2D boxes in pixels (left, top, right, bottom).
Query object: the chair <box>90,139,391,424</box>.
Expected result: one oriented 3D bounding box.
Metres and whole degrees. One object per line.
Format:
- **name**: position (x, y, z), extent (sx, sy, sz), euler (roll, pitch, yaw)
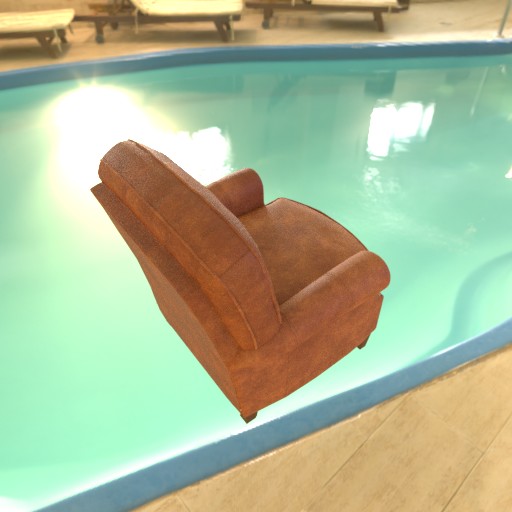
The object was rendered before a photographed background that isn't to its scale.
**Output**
- **chair**: position (0.000, 0.000, 1.826), extent (0.986, 1.018, 0.936), euler (-26, 47, -27)
